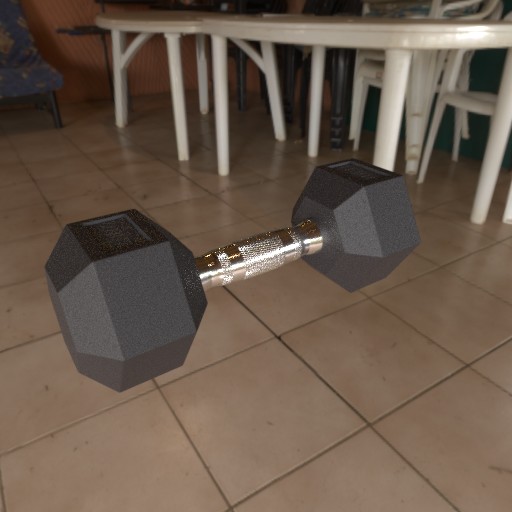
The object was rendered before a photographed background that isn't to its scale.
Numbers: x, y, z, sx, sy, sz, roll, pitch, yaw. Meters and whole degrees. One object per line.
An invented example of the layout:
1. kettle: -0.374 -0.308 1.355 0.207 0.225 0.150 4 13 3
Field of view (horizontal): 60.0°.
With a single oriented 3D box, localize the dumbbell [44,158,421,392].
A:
1. dumbbell: 0.000 0.000 0.353 0.297 0.101 0.116 -18 34 -29
